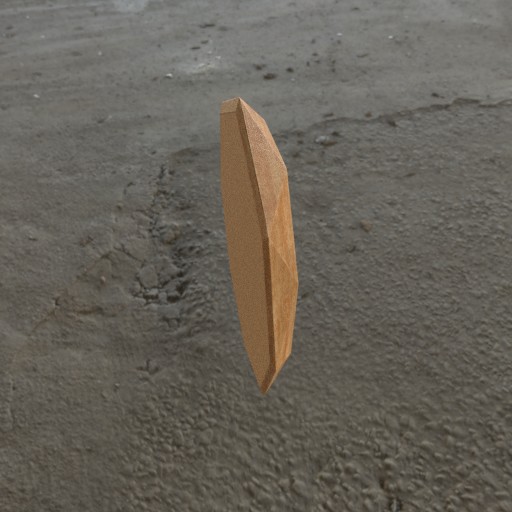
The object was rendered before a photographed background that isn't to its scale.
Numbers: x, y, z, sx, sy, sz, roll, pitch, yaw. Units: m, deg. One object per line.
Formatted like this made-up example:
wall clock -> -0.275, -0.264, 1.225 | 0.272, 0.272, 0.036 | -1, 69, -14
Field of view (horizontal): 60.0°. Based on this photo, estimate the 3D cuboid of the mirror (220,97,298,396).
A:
mirror -> 0.000, 0.000, 1.010 | 0.070, 0.774, 0.577 | -9, 48, -9
